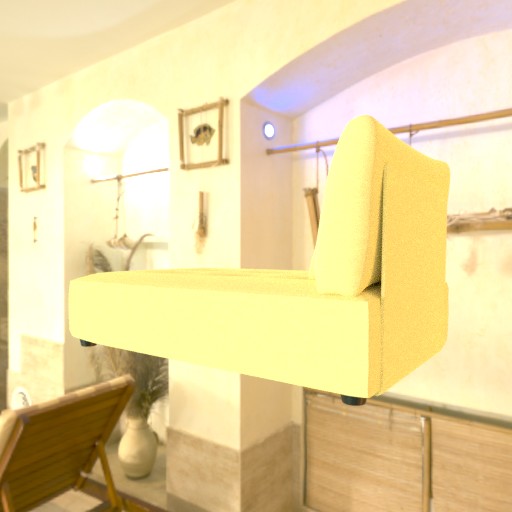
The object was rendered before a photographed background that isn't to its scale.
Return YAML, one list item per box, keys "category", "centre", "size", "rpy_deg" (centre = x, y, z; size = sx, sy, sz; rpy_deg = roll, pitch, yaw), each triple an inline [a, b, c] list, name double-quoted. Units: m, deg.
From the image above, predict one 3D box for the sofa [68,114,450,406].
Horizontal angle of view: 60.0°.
- category: "sofa"
  centre: [0.000, 0.000, 1.981]
  size: [1.450, 0.820, 0.930]
  rpy_deg: [1, 1, 36]
